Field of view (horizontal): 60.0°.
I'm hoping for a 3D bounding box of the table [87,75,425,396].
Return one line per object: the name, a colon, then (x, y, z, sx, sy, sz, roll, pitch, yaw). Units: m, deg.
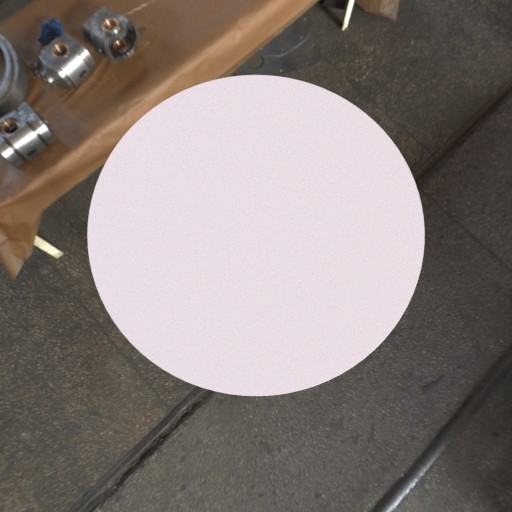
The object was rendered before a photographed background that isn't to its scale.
table: (0.000, 0.000, 1.550, 0.896, 0.762, 0.896, 0, 75, 0)
